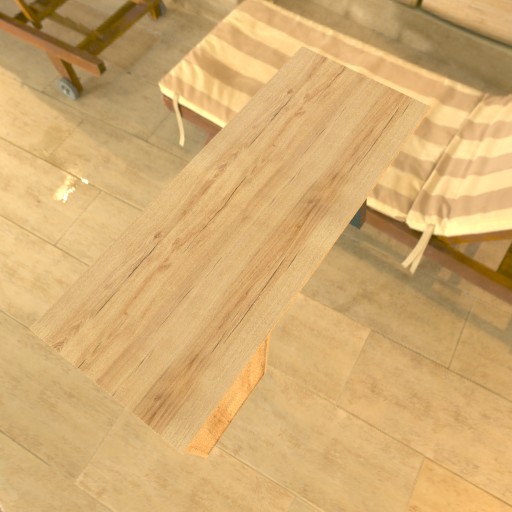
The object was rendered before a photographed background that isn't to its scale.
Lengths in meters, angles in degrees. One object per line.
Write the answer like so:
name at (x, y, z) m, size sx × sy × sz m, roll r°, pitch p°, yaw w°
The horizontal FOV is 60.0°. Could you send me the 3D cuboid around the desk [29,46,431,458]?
desk at (0.000, 0.000, 1.753) m, size 0.550 × 0.760 × 1.400 m, roll 32°, pitch 68°, yaw 15°
